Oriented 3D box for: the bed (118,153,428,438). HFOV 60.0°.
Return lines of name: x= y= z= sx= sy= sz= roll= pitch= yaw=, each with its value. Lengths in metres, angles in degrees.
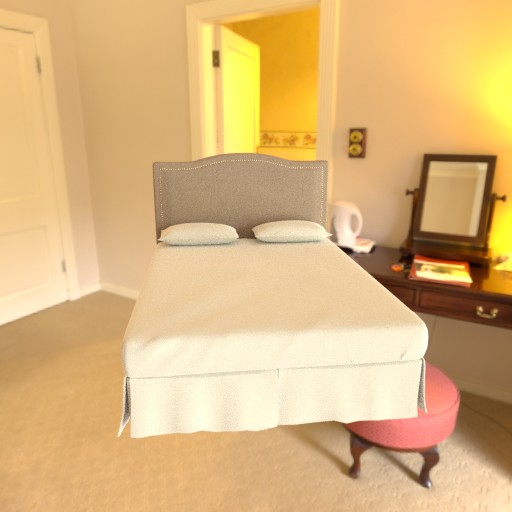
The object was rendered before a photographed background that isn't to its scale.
bed: x=0.000 y=0.000 z=3.420 sx=1.821 sy=1.436 sz=2.282 roll=-2 pitch=16 yaw=-7
